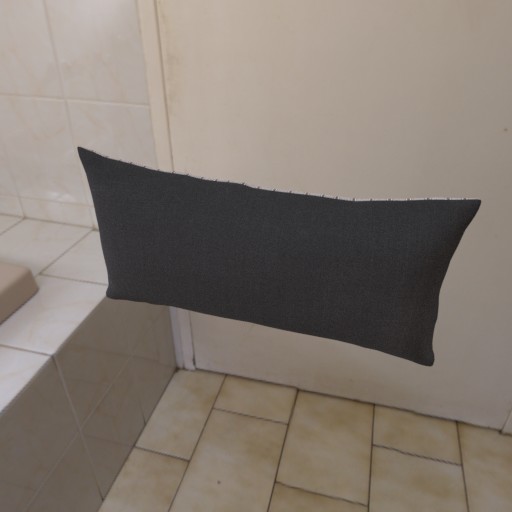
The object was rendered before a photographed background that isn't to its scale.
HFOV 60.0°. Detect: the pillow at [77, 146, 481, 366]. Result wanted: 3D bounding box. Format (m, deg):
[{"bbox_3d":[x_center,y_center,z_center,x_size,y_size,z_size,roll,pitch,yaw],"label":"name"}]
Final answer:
[{"bbox_3d":[0.000,0.000,0.721,0.609,0.305,0.151,9,33,14],"label":"pillow"}]
